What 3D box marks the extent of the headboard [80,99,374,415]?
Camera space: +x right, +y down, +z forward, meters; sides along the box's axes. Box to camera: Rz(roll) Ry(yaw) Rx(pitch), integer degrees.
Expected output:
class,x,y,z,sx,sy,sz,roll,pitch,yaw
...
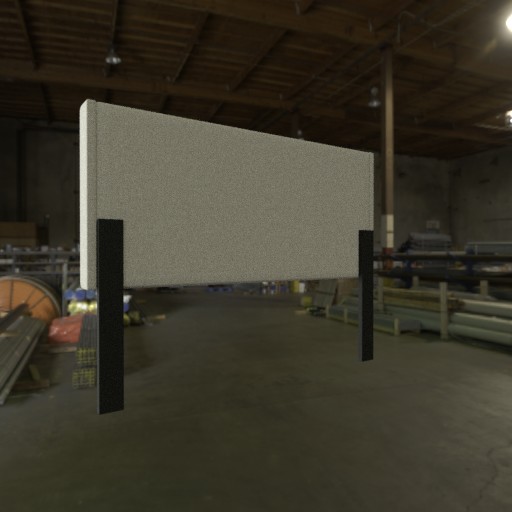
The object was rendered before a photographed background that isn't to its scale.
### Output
class,x,y,z,sx,sy,sz,roll,pitch,yaw
headboard,0.000,0.000,2.762,2.051,1.524,0.184,0,0,-34
